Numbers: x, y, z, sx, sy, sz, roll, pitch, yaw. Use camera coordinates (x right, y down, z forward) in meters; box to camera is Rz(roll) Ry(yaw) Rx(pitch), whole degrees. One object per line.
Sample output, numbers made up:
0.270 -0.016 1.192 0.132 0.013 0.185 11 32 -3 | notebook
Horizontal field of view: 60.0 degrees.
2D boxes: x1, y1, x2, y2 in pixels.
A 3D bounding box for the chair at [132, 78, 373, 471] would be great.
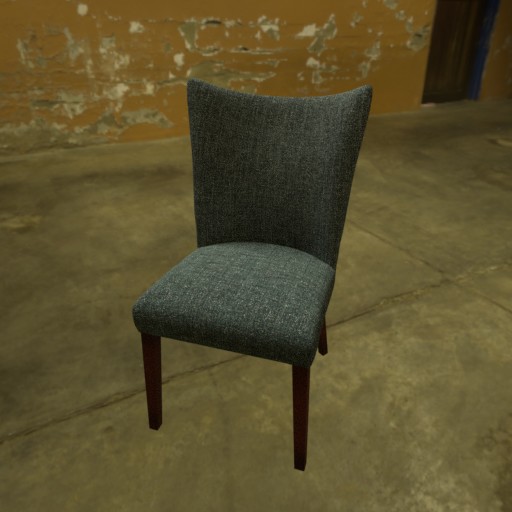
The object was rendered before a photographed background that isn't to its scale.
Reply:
0.000 0.000 1.297 0.535 0.924 0.623 8 29 16 | chair
